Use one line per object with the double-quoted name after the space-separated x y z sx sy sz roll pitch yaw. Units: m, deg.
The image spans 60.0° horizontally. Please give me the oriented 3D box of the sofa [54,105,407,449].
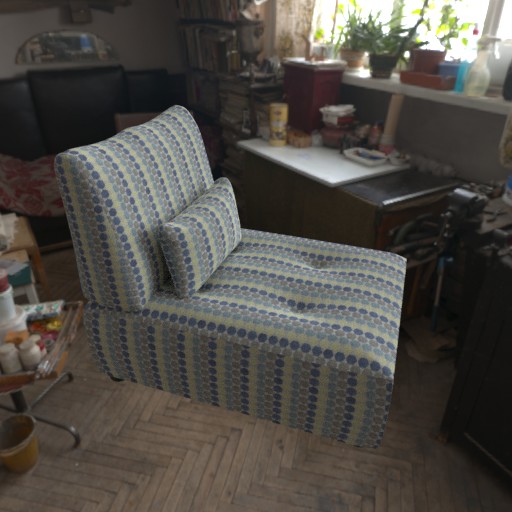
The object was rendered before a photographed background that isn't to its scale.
0.000 0.000 1.521 1.000 0.820 0.700 10 32 17 "sofa"
